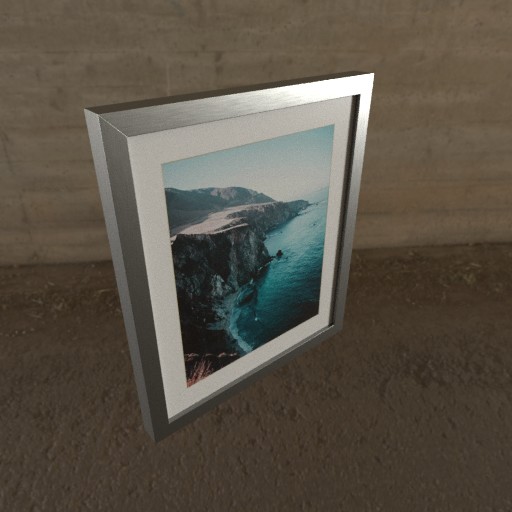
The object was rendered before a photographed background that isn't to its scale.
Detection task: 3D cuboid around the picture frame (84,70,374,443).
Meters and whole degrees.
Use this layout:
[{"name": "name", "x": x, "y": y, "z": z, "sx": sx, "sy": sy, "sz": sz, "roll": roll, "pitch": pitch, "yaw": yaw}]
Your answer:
[{"name": "picture frame", "x": 0.000, "y": 0.000, "z": 1.342, "sx": 0.839, "sy": 0.968, "sz": 0.073, "roll": -22, "pitch": 37, "yaw": -33}]
